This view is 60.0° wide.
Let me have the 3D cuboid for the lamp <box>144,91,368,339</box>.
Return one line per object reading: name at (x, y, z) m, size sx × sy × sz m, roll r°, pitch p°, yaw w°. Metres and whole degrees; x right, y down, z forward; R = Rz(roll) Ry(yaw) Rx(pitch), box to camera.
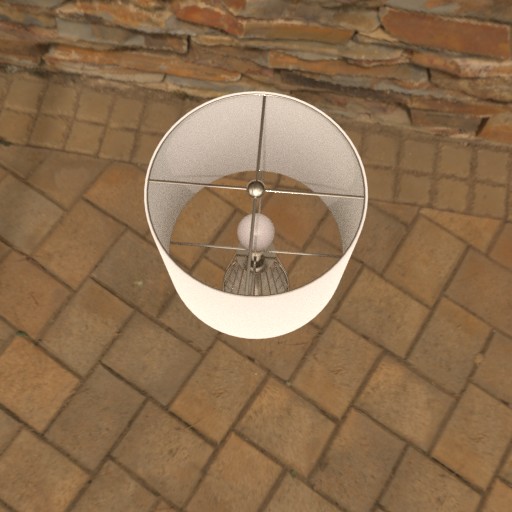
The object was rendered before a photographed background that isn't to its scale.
lamp at (0.000, 0.000, 0.805) m, size 0.303 × 0.618 × 0.303 m, roll 0°, pitch 75°, yaw 0°
